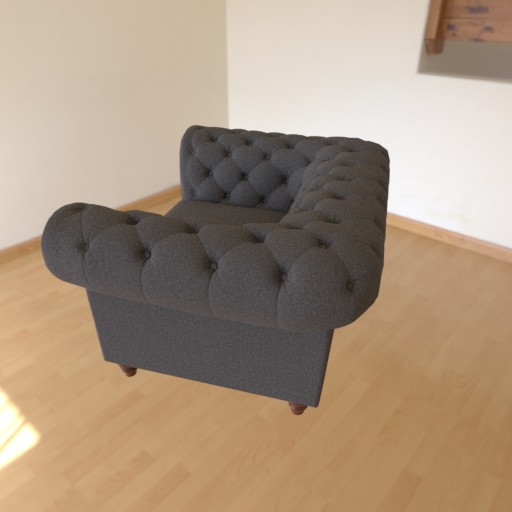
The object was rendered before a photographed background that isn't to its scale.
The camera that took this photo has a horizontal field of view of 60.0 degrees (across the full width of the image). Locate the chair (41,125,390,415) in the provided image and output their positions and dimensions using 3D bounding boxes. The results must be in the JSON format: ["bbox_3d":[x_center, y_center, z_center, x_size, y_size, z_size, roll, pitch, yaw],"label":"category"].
[{"bbox_3d":[0.000,0.000,1.827,0.976,0.770,1.270,8,32,14],"label":"chair"}]
